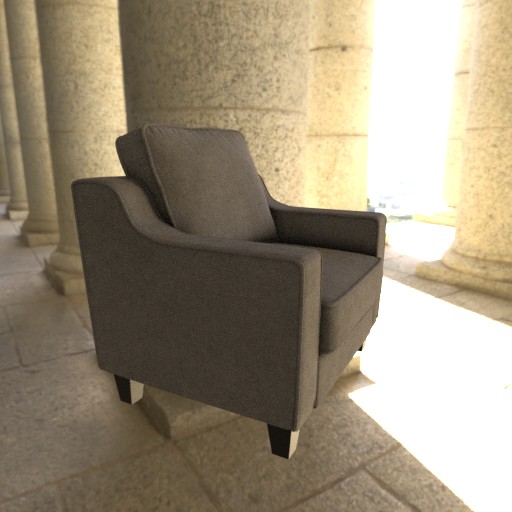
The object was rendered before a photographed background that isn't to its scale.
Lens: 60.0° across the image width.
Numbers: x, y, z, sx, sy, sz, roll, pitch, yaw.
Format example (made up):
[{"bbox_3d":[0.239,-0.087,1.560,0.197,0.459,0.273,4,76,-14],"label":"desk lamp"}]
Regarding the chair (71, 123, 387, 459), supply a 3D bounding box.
[{"bbox_3d":[0.000,0.000,1.663,0.840,0.944,0.926,7,15,27],"label":"chair"}]
